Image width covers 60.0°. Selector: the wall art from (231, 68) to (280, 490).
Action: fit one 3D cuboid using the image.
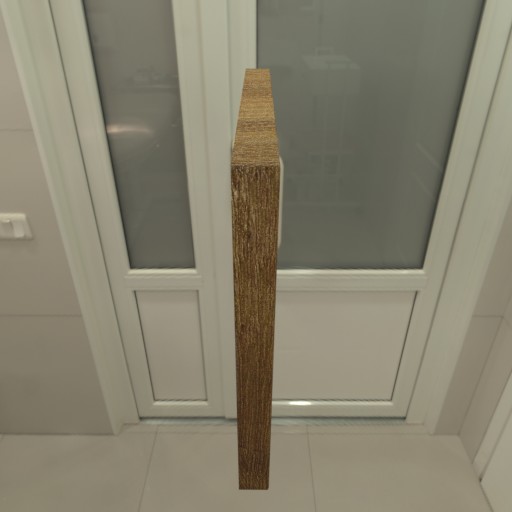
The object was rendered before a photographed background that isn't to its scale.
[{"bbox_3d":[0.000,0.000,0.592,0.039,0.403,0.406,0,32,0],"label":"wall art"}]
